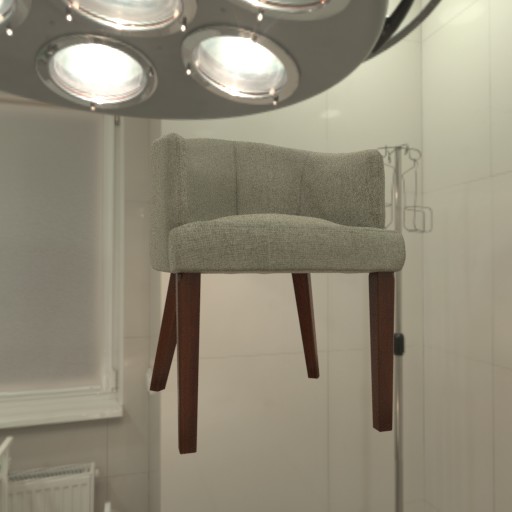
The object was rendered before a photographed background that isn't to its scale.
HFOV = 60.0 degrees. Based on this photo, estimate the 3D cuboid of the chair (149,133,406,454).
[{"bbox_3d":[0.000,0.000,1.246,0.583,0.811,0.655,0,-1,-16],"label":"chair"}]
